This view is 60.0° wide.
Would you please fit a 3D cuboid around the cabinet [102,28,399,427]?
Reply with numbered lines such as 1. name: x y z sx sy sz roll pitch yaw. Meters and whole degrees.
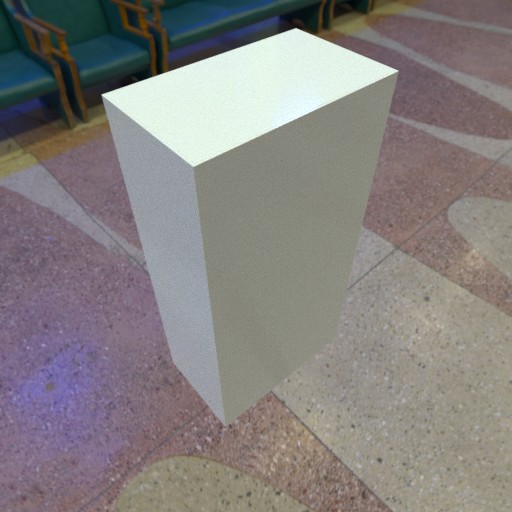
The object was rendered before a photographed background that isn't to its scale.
1. cabinet: 0.000 0.000 2.374 0.980 1.920 0.580 -32 55 -26
